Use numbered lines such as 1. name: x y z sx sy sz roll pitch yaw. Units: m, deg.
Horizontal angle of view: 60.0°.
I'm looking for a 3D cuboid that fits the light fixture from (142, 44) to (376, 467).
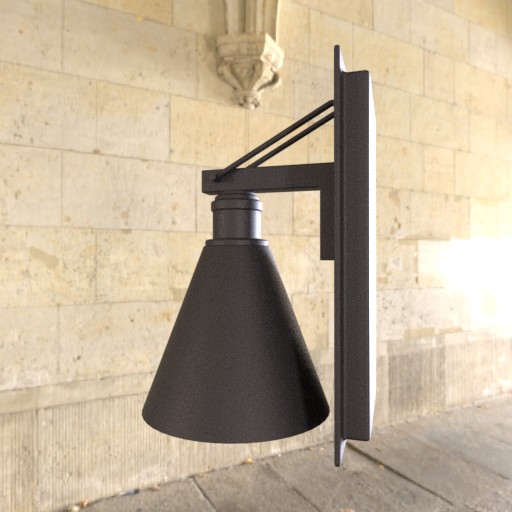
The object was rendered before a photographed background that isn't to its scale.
1. light fixture: 0.000 0.000 0.405 0.207 0.298 0.170 0 0 17
